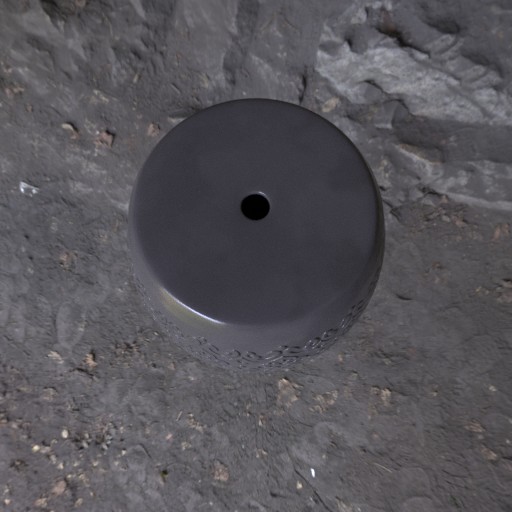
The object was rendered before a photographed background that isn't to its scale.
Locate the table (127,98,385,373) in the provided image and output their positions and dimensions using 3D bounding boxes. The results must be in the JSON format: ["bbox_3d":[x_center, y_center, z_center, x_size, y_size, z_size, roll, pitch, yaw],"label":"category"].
[{"bbox_3d":[0.000,0.000,0.606,0.309,0.397,0.309,0,76,0],"label":"table"}]
